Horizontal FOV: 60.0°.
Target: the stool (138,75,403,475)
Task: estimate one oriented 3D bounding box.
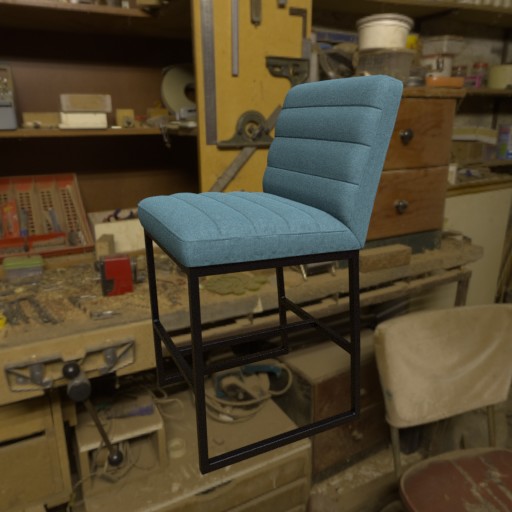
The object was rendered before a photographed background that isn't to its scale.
[{"bbox_3d":[0.000,0.000,1.246,0.560,0.940,0.460,-8,19,-25],"label":"stool"}]
